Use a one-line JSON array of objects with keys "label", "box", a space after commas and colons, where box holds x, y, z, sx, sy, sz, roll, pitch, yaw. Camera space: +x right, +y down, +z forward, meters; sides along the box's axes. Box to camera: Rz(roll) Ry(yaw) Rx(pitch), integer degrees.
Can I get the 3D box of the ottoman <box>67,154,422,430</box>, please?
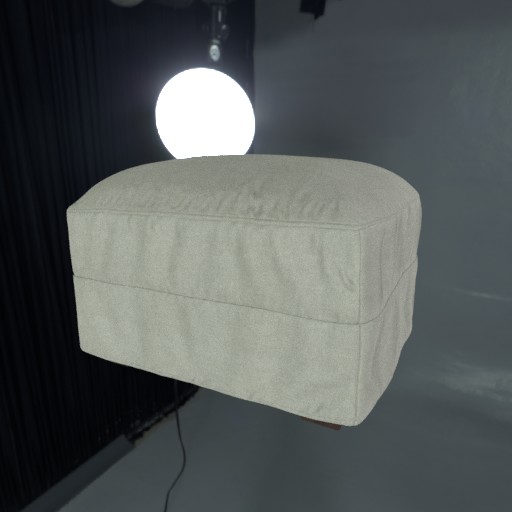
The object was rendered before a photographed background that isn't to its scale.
[{"label": "ottoman", "box": [0.000, 0.000, 1.076, 0.712, 0.480, 0.584, 8, 17, 26]}]
